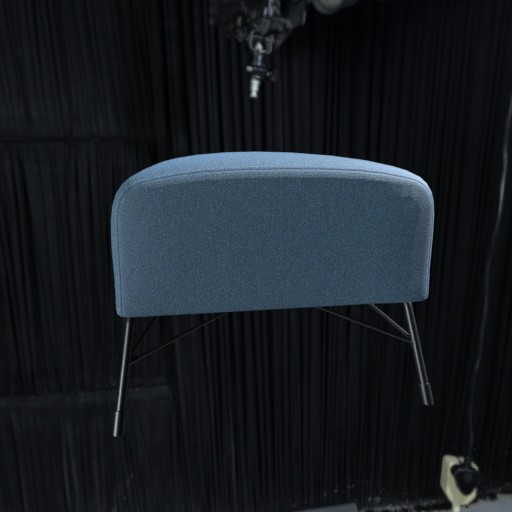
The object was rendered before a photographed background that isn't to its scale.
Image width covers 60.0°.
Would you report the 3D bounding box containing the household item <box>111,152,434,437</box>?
[{"bbox_3d":[0.000,0.000,0.917,0.530,0.420,0.530,-2,13,-9],"label":"household item"}]
